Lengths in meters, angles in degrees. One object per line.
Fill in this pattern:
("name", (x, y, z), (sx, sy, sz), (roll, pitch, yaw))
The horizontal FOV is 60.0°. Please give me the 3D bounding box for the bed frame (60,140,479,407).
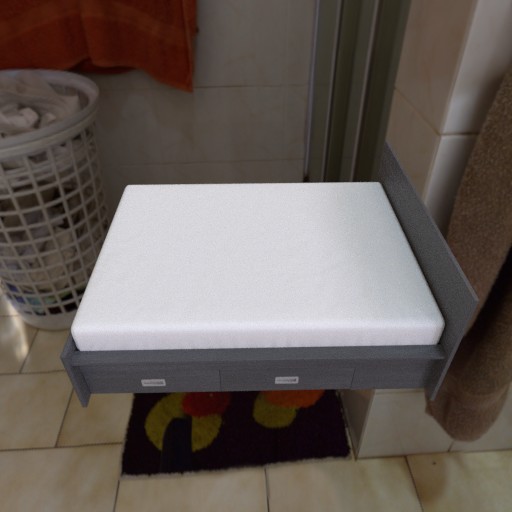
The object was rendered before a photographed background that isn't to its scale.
("bed frame", (0.000, 0.000, 2.841), (1.960, 0.800, 1.622), (-1, 40, -1))
